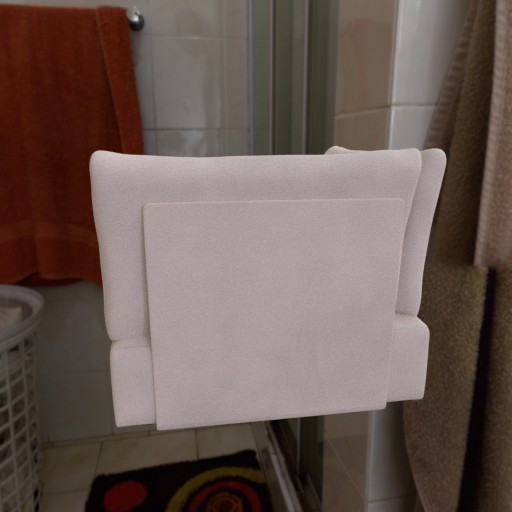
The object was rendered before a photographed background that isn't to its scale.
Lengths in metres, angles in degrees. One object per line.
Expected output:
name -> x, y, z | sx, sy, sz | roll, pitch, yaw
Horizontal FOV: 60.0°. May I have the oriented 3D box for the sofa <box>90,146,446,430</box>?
sofa -> 0.000, 0.000, 1.709 | 1.000, 0.820, 1.000 | -2, 15, -9
